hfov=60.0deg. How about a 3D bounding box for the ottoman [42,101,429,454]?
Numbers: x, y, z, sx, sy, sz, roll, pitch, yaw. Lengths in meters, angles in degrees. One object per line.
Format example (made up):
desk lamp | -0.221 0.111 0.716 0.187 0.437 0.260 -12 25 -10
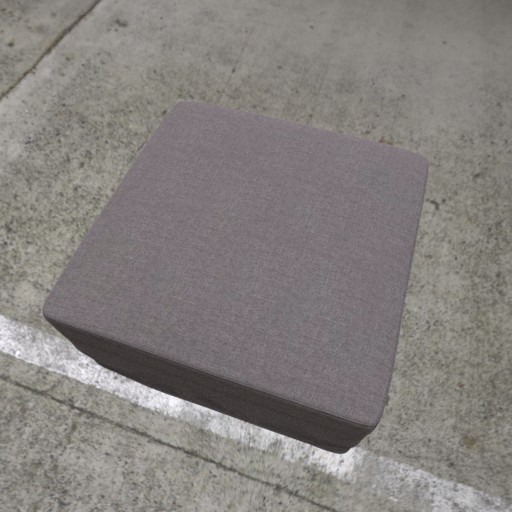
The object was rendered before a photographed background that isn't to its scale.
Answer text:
ottoman | 0.000 0.000 1.323 0.840 0.436 0.843 16 59 10
